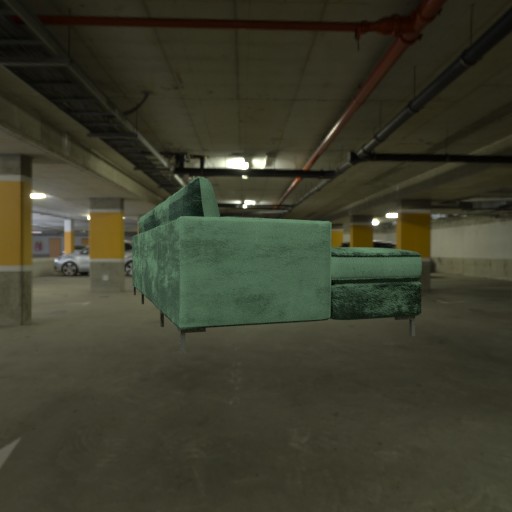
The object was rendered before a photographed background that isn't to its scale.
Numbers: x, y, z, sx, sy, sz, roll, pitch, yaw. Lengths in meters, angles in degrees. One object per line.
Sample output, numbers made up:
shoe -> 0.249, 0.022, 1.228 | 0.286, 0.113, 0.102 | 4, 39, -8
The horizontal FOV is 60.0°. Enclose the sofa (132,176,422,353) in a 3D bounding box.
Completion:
sofa -> 0.000, 0.000, 4.252 | 2.055, 0.992, 3.434 | 0, 1, -20
